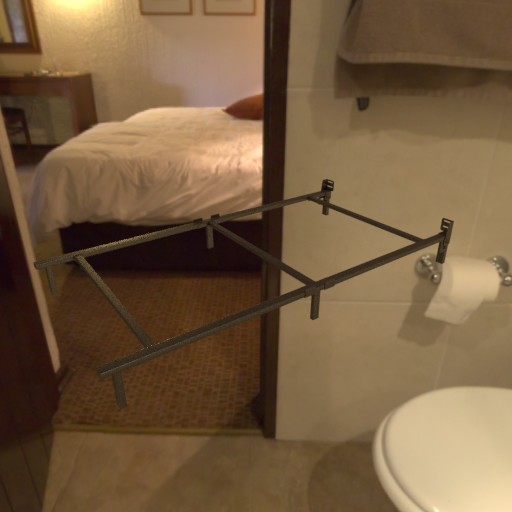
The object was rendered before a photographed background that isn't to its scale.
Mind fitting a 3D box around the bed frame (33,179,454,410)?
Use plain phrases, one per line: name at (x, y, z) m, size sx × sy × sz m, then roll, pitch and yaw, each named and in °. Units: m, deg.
bed frame at (0.000, 0.000, 2.257) m, size 1.897 × 0.248 × 0.968 m, roll -18°, pitch 31°, yaw -32°
